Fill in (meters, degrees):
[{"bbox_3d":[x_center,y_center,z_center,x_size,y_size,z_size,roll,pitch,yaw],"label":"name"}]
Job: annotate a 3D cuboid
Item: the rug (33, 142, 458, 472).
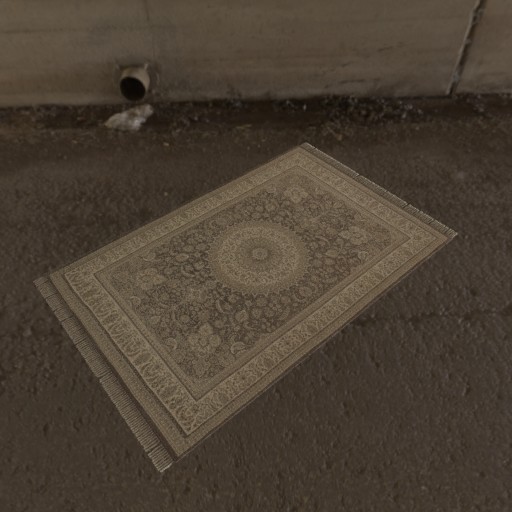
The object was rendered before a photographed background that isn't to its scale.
[{"bbox_3d":[0.000,0.000,2.964,2.440,0.010,1.528,-32,55,-26],"label":"rug"}]
